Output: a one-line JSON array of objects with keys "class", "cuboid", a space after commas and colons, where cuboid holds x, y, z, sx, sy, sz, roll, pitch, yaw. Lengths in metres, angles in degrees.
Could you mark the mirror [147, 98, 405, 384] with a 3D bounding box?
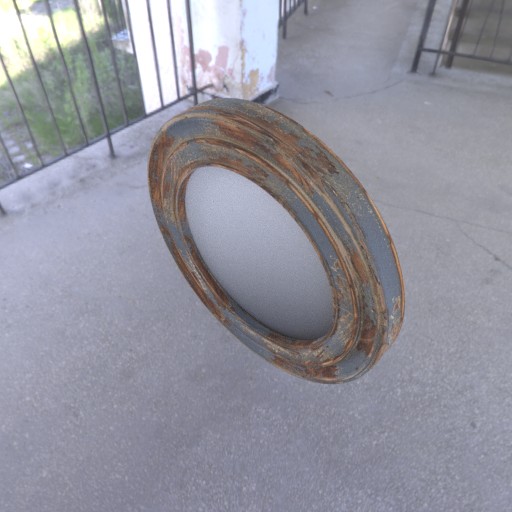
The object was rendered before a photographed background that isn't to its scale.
[{"class": "mirror", "cuboid": [0.000, 0.000, 0.852, 0.585, 0.585, 0.061, 33, 54, 28]}]
